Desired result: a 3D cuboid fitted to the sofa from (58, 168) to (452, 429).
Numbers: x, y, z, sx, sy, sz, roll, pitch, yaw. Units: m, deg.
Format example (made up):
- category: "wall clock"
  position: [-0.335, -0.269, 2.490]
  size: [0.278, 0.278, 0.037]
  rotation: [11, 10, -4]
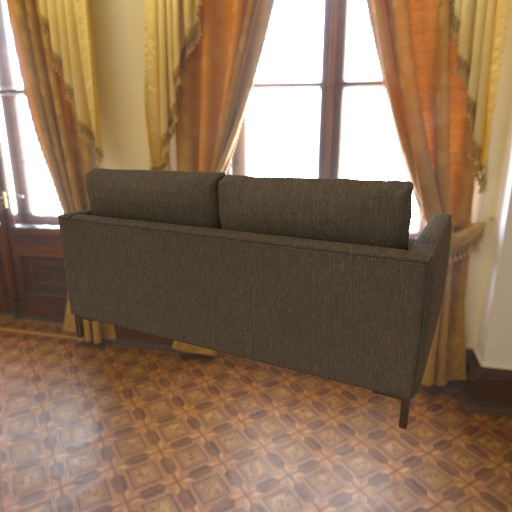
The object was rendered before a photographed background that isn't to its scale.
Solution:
- category: "sofa"
  position: [0.000, 0.000, 2.142]
  size: [1.682, 0.840, 0.875]
  rotation: [8, 17, 26]
